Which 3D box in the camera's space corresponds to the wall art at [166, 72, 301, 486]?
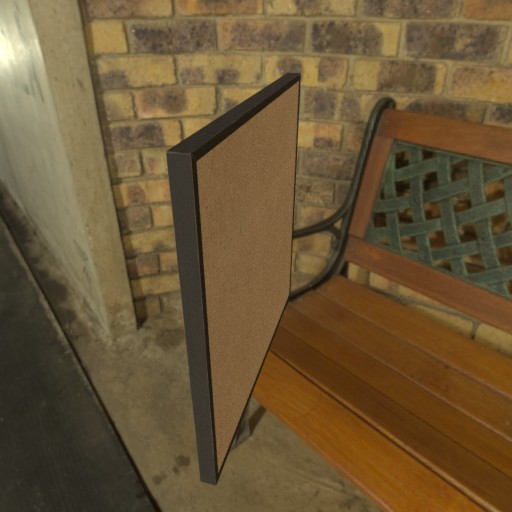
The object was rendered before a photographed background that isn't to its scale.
[{"bbox_3d":[0.000,0.000,1.121,0.038,0.762,0.762,8,32,14],"label":"wall art"}]
